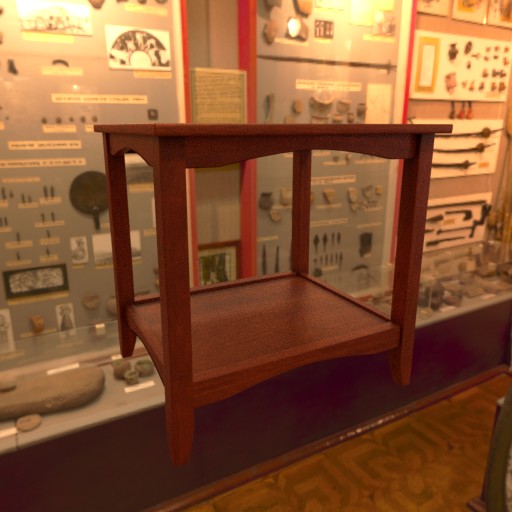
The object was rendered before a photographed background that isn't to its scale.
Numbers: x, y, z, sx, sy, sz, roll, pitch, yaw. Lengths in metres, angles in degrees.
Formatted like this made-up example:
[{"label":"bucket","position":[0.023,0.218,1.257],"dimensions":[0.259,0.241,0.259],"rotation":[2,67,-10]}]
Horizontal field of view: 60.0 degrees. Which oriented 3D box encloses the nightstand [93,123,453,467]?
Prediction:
[{"label":"nightstand","position":[0.000,0.000,0.980],"dimensions":[0.558,0.558,0.501],"rotation":[-8,18,-27]}]
